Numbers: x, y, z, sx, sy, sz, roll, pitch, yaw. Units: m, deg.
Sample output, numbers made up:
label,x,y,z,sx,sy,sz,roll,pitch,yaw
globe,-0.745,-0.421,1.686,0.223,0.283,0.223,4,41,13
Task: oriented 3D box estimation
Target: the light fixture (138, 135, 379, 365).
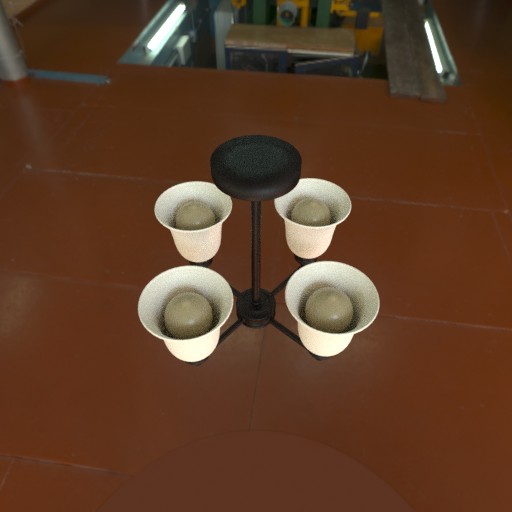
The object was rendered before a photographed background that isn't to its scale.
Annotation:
label,x,y,z,sx,sy,sz,roll,pitch,yaw
light fixture,0.000,0.000,1.792,1.069,0.925,1.069,34,55,27
